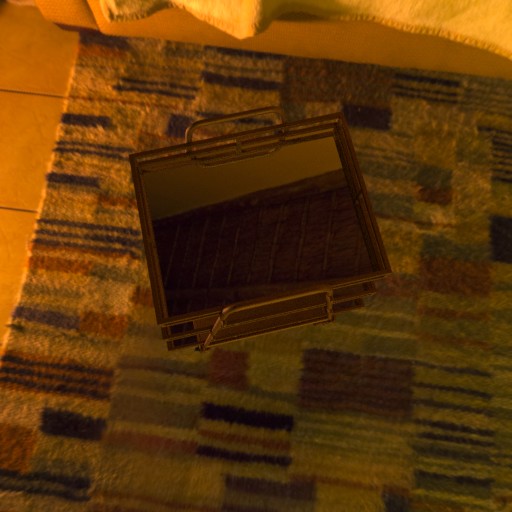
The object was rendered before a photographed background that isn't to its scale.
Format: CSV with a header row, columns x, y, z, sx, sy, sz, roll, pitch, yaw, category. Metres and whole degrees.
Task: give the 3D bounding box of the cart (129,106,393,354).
x,y,z,sx,sy,sz,roll,pitch,yaw,category
0.000,0.000,1.308,0.711,0.883,0.441,-12,76,-3,cart
